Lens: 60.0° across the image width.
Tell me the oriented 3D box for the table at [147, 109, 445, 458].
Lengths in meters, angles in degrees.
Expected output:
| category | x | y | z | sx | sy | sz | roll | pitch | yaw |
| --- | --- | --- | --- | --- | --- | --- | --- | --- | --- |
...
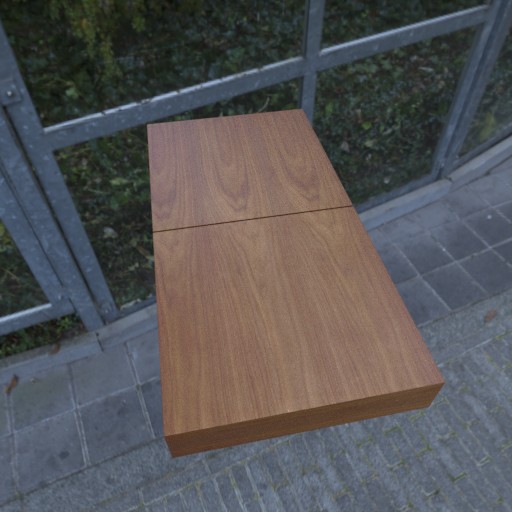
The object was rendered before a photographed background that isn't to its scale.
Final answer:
| category | x | y | z | sx | sy | sz | roll | pitch | yaw |
| --- | --- | --- | --- | --- | --- | --- | --- | --- | --- |
| table | 0.000 | 0.000 | 1.446 | 0.610 | 0.330 | 1.194 | -8 | 48 | -7 |
